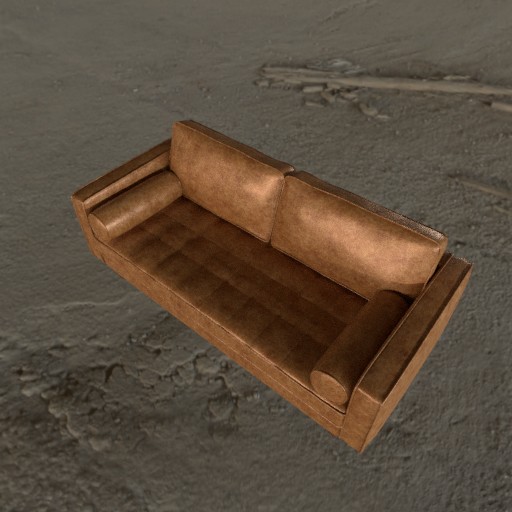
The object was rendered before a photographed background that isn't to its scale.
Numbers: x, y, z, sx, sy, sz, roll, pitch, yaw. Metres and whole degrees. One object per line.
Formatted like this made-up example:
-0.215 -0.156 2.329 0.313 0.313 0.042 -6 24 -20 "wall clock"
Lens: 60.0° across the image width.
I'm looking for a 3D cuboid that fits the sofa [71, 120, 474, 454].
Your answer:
0.000 0.000 2.364 1.920 0.825 0.924 31 53 27 "sofa"
